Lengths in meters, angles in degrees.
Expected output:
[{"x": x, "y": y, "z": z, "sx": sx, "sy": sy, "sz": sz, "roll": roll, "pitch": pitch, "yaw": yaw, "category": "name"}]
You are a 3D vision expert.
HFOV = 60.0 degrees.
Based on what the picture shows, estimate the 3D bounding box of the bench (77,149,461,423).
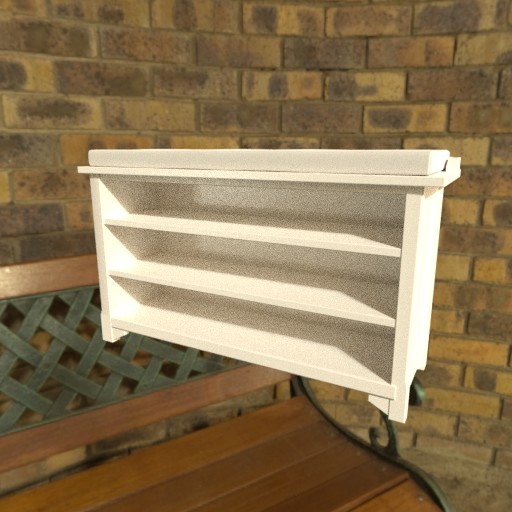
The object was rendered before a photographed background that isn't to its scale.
[{"x": 0.000, "y": 0.000, "z": 1.258, "sx": 0.987, "sy": 0.589, "sz": 0.346, "roll": 7, "pitch": 16, "yaw": 28, "category": "bench"}]
